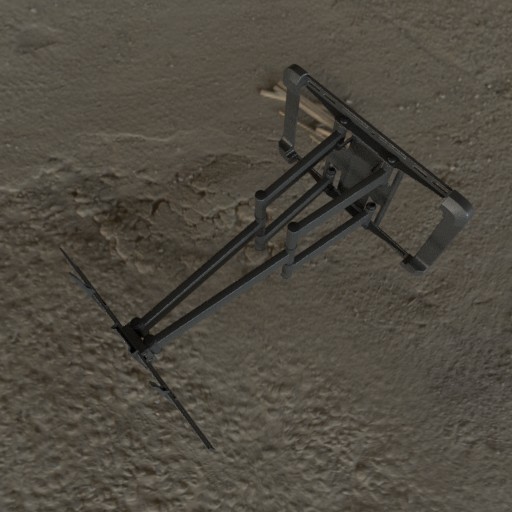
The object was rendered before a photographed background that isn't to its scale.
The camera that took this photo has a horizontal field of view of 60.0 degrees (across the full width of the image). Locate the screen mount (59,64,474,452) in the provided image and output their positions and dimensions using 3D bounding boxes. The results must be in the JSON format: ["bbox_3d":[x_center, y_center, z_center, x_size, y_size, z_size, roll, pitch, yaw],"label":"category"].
[{"bbox_3d":[0.000,0.000,1.357,0.905,0.483,0.725,-38,70,-16],"label":"screen mount"}]
